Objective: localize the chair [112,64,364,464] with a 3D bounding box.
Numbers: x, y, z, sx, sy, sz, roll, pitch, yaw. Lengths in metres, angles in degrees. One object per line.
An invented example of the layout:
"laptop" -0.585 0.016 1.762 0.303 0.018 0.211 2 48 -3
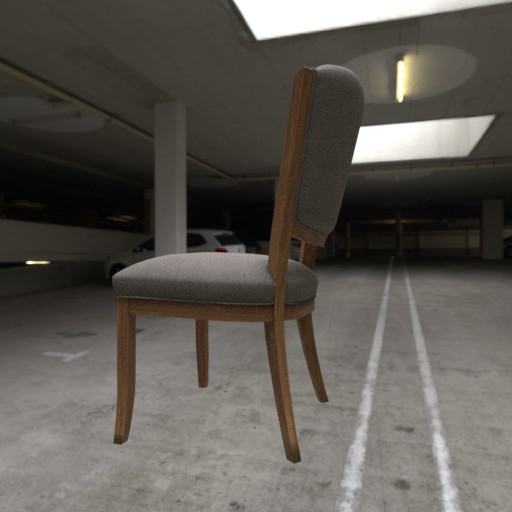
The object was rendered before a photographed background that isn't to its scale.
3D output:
"chair" 0.000 0.000 1.231 0.584 0.905 0.513 0 0 17
